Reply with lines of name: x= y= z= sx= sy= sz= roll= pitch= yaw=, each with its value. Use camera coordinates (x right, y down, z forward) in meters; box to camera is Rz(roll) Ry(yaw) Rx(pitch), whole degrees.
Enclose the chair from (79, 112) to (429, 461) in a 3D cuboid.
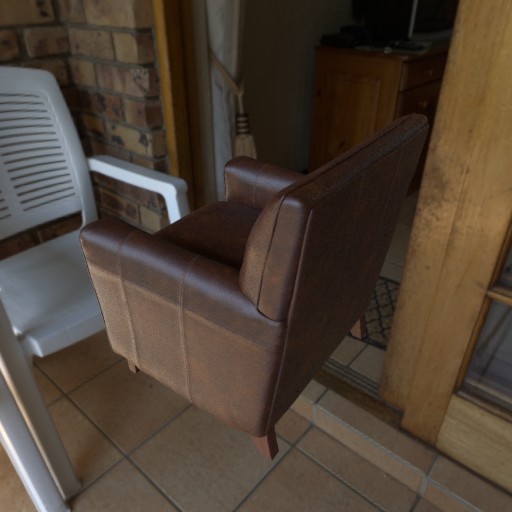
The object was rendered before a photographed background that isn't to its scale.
chair: x=0.000 y=0.000 z=1.576 sx=0.823 sy=0.943 sz=0.870 roll=20 pitch=37 yaw=29
